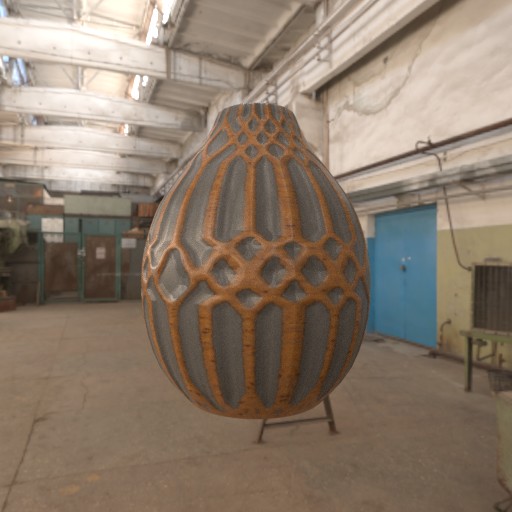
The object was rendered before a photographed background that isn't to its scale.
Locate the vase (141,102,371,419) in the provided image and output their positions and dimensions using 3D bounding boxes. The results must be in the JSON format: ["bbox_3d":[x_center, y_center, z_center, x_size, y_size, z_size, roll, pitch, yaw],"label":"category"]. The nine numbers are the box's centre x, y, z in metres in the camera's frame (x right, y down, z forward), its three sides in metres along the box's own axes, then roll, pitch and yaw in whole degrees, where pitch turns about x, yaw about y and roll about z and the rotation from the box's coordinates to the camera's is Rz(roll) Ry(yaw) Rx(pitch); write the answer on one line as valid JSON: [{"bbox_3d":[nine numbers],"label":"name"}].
[{"bbox_3d":[0.000,0.000,0.138,0.069,0.088,0.069,0,0,0],"label":"vase"}]
